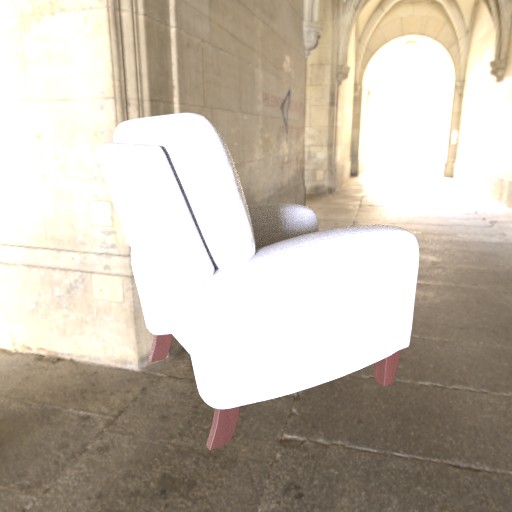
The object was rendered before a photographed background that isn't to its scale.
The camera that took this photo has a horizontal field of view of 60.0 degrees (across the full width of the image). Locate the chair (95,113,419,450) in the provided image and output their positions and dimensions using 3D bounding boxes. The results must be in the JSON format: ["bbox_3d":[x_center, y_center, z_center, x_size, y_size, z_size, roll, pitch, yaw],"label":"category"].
[{"bbox_3d":[0.000,0.000,1.667,0.990,0.990,0.762,-8,17,-28],"label":"chair"}]
